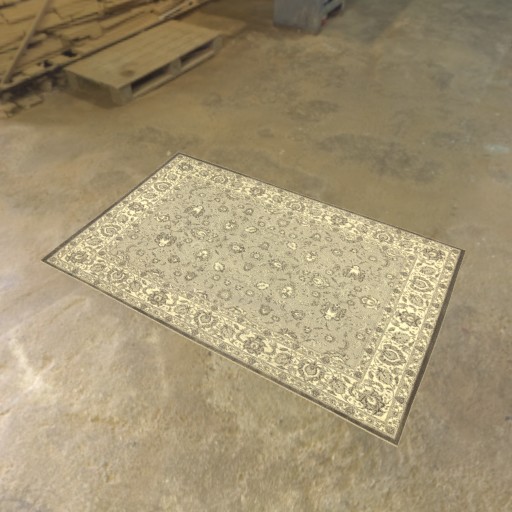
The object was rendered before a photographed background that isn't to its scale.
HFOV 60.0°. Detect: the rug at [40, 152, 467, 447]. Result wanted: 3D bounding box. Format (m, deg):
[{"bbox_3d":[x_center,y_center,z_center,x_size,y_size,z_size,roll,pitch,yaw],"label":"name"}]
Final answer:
[{"bbox_3d":[0.000,0.000,2.968,2.438,0.011,1.524,22,50,21],"label":"rug"}]
